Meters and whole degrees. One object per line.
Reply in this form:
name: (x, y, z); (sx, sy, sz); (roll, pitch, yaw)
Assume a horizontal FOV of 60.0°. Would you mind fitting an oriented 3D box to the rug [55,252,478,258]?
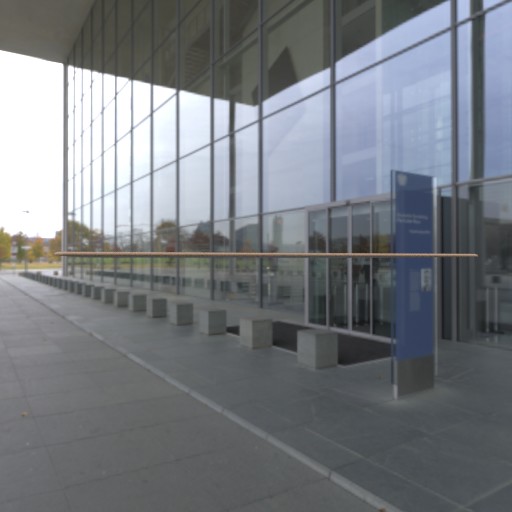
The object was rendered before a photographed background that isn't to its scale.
rug: (0.000, 0.000, 2.149); (1.668, 0.012, 1.061); (0, -1, -18)
